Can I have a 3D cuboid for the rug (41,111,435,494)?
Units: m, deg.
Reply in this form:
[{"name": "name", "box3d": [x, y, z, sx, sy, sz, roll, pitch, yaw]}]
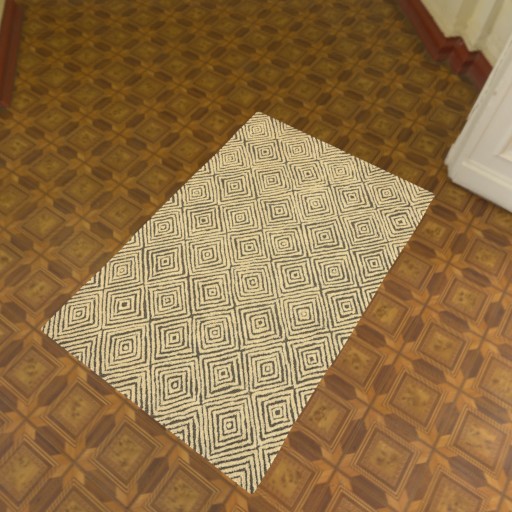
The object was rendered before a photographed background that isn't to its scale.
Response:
[{"name": "rug", "box3d": [0.000, 0.000, 2.211, 1.177, 0.004, 1.750, 30, 63, 17]}]
